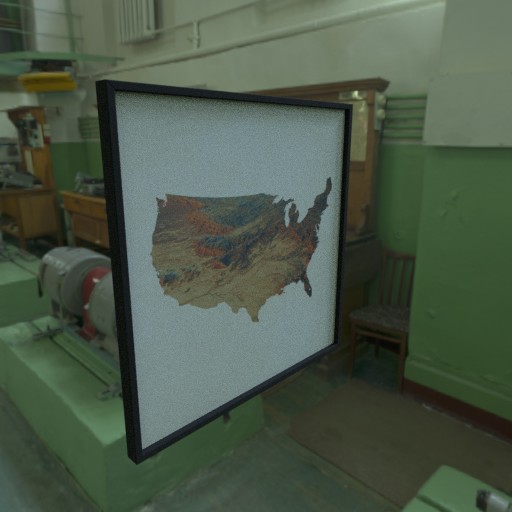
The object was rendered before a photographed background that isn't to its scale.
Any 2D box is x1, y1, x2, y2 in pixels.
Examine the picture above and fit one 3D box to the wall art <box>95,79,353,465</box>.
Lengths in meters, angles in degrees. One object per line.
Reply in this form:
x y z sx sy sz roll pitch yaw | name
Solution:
0.000 0.000 1.114 0.038 0.762 0.762 14 20 42 | wall art
